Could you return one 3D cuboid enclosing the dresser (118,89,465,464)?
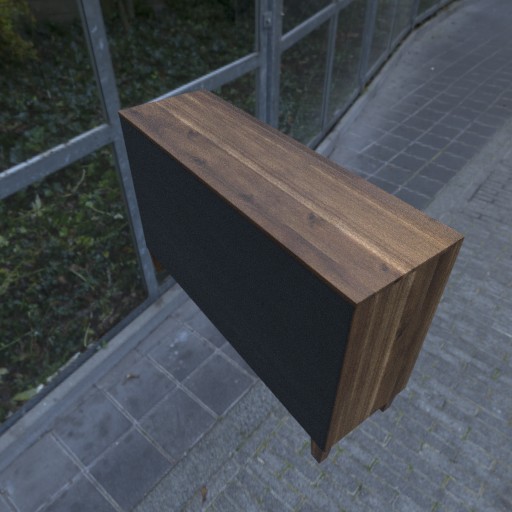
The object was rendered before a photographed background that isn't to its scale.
[{"bbox_3d":[0.000,0.000,1.853,0.438,0.892,1.387,-26,47,-27],"label":"dresser"}]
